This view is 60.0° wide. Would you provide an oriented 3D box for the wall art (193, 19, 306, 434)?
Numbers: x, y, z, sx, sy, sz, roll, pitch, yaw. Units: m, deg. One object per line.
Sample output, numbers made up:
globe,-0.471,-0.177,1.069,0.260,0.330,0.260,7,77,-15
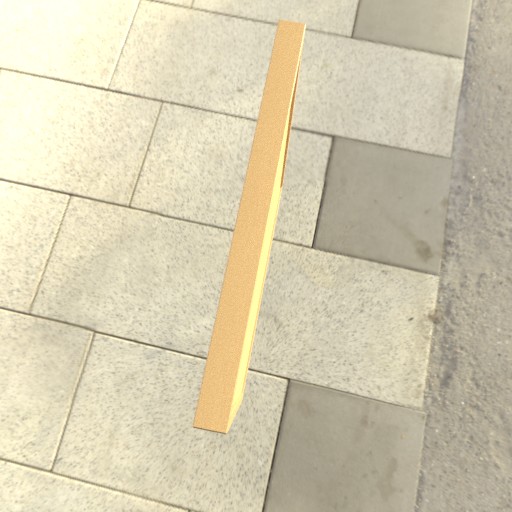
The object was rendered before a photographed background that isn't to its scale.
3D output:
wall art,0.000,0.000,0.760,0.036,0.509,0.509,10,76,3
